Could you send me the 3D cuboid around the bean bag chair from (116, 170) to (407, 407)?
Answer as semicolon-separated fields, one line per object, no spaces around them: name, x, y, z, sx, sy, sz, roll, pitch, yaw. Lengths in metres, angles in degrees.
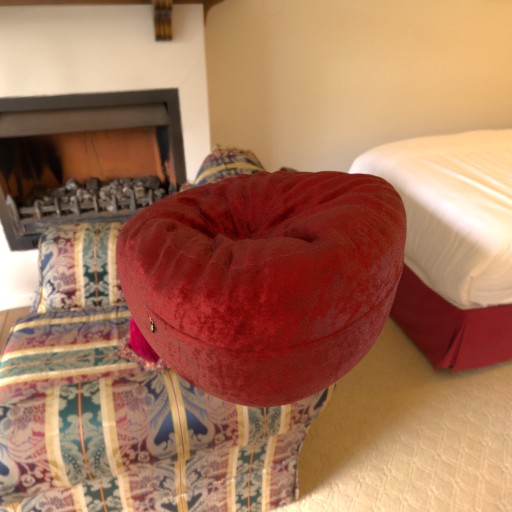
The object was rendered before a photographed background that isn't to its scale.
bean bag chair;0.000;0.000;2.443;1.524;0.878;1.524;22;39;30
